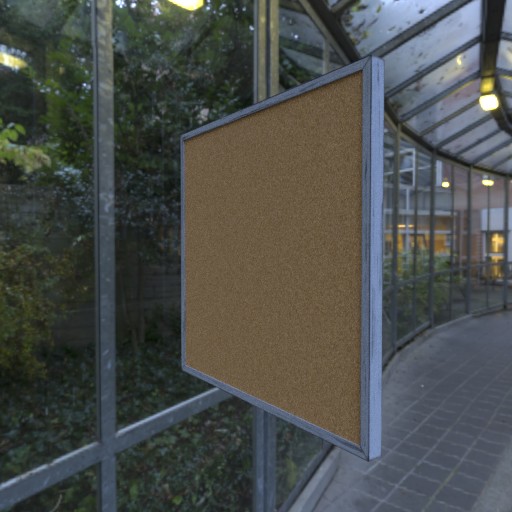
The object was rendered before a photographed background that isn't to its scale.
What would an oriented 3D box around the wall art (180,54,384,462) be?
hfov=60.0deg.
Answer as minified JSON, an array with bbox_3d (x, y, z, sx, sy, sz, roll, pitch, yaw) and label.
[{"bbox_3d":[0.000,0.000,1.142,0.037,0.761,0.761,-1,2,-37],"label":"wall art"}]
